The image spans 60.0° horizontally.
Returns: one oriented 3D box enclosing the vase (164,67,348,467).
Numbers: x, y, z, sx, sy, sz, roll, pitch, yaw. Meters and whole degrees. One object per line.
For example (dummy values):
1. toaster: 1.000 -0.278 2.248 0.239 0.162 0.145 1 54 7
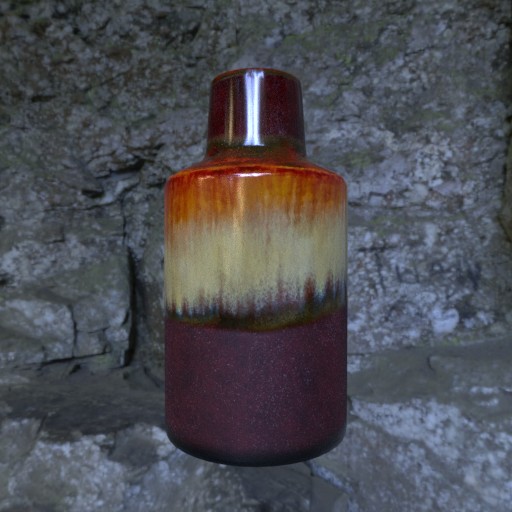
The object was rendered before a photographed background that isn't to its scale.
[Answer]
1. vase: 0.000 0.000 0.266 0.108 0.204 0.108 0 1 0
